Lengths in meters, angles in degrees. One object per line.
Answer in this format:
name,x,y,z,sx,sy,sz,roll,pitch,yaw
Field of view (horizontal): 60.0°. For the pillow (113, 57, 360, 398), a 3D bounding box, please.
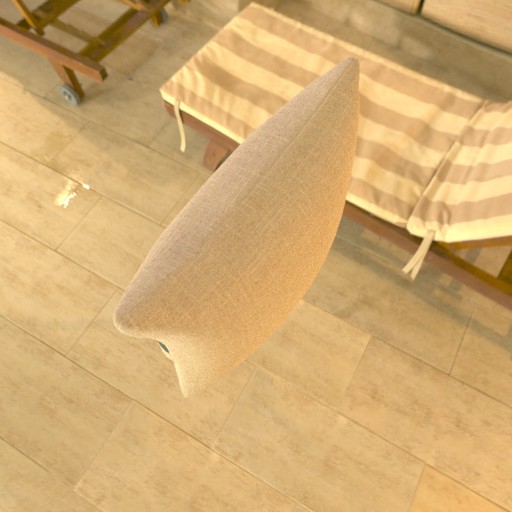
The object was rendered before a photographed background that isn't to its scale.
pillow,0.000,0.000,0.631,0.173,0.399,0.414,32,67,15
